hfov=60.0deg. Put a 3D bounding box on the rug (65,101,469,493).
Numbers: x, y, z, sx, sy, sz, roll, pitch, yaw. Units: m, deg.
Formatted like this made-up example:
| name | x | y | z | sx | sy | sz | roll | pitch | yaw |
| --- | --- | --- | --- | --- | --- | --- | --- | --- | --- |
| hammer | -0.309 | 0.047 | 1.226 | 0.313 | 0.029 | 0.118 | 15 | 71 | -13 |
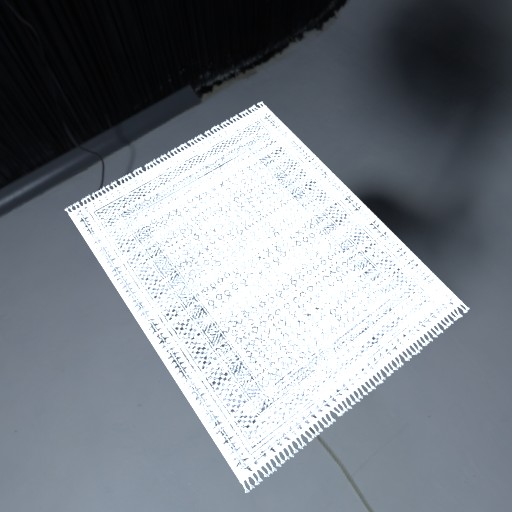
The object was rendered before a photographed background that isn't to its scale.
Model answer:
| name | x | y | z | sx | sy | sz | roll | pitch | yaw |
| --- | --- | --- | --- | --- | --- | --- | --- | --- | --- |
| rug | 0.000 | 0.000 | 3.923 | 2.312 | 0.013 | 2.940 | -33 | 68 | -15 |
